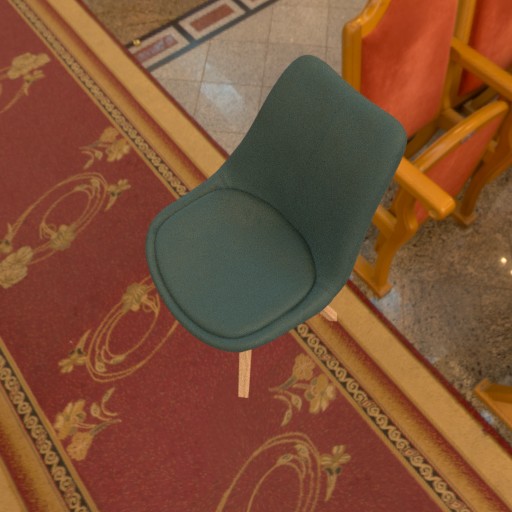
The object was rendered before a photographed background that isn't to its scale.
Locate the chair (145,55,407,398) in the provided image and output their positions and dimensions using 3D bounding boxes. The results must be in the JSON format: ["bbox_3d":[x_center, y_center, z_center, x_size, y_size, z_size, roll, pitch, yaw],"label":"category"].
[{"bbox_3d":[0.000,0.000,1.208,0.547,0.865,0.483,-35,68,-16],"label":"chair"}]
